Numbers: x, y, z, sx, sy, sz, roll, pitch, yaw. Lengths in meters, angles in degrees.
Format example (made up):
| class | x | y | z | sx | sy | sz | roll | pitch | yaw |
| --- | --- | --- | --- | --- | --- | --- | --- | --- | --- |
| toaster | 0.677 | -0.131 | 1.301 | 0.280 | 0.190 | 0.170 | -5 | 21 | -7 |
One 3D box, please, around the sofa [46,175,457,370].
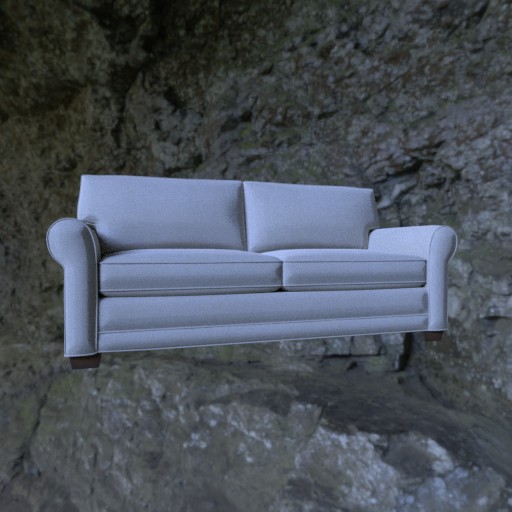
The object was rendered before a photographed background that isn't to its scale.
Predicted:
| class | x | y | z | sx | sy | sz | roll | pitch | yaw |
| --- | --- | --- | --- | --- | --- | --- | --- | --- | --- |
| sofa | 0.000 | 0.000 | 2.606 | 2.146 | 0.962 | 0.901 | 0 | 1 | -18 |
